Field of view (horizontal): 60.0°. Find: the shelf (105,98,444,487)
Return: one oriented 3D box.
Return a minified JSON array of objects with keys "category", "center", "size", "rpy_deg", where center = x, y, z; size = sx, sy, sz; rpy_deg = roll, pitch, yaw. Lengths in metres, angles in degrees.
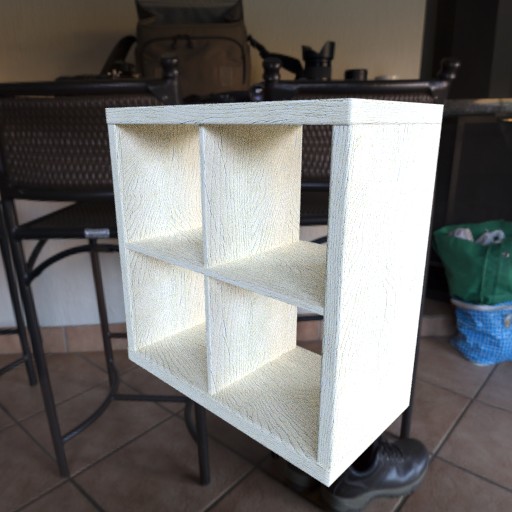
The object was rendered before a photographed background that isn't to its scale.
[{"category":"shelf","center":[0.000,0.000,1.231],"size":[0.790,0.786,0.390],"rpy_deg":[15,22,41]}]
